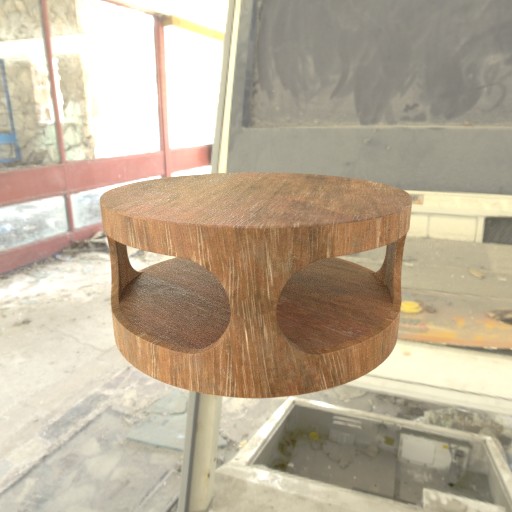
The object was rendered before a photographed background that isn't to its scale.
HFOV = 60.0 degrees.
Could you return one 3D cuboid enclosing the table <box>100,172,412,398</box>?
[{"bbox_3d":[0.000,0.000,1.524,0.974,0.450,0.974,0,18,0],"label":"table"}]
